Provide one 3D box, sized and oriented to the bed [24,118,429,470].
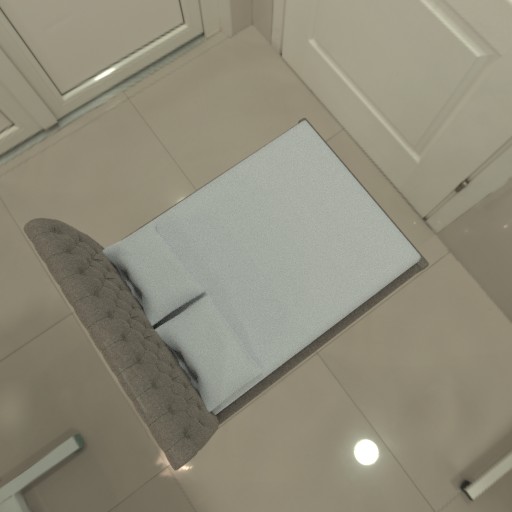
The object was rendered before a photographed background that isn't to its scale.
[{"bbox_3d":[0.000,0.000,3.259,2.252,1.371,1.645,-35,78,-8],"label":"bed"}]
